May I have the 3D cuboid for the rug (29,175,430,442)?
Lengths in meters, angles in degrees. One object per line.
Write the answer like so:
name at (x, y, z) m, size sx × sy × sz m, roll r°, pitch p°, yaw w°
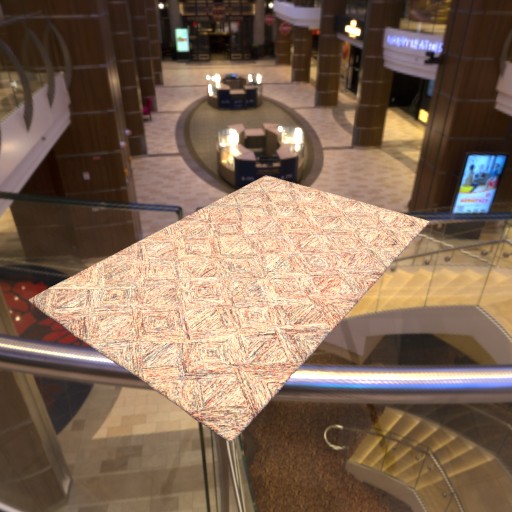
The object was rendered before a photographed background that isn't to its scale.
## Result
rug at (0.000, 0.000, 2.199) m, size 1.143 × 0.014 × 1.761 m, roll 22°, pitch 38°, yaw 30°
